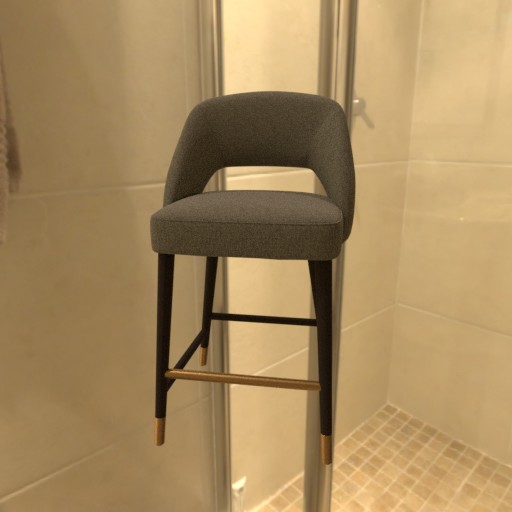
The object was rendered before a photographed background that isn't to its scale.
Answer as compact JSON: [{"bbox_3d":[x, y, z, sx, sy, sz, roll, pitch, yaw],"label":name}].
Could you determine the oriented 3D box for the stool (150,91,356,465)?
[{"bbox_3d":[0.000,0.000,1.263,0.536,0.925,0.524,2,16,9],"label":"stool"}]
